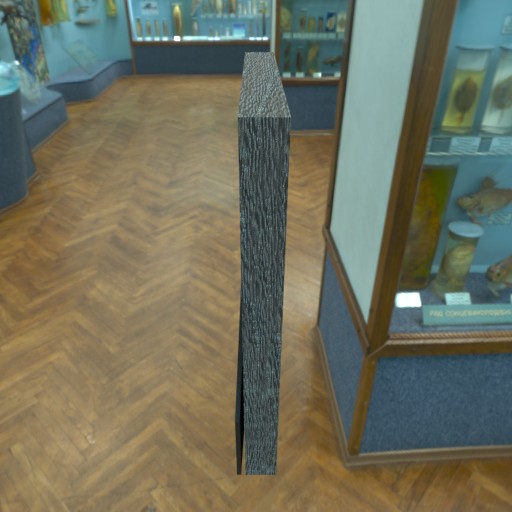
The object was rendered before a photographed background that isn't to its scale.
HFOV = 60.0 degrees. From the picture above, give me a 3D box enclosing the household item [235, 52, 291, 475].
[{"bbox_3d":[0.000,0.000,0.234,0.020,0.180,0.133,0,32,0],"label":"household item"}]
